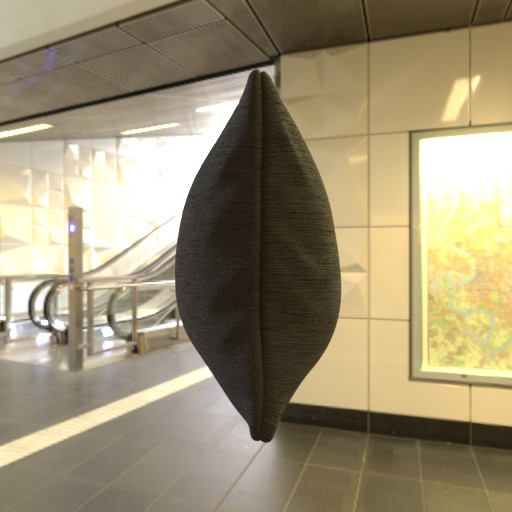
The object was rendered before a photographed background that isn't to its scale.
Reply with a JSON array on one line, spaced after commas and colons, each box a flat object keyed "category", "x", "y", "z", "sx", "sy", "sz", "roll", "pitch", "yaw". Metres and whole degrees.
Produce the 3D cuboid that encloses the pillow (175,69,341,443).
[{"category": "pillow", "x": 0.000, "y": 0.000, "z": 0.694, "sx": 0.246, "sy": 0.414, "sz": 0.432, "roll": 0, "pitch": 0, "yaw": -1}]
